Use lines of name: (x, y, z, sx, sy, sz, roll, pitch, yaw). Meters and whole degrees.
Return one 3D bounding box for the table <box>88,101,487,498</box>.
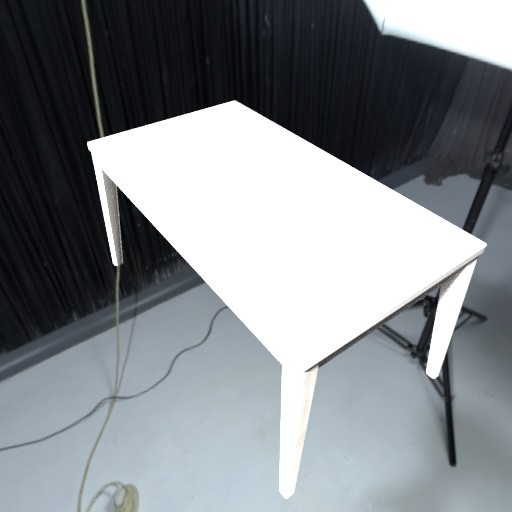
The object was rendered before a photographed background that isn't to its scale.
table: (0.000, 0.000, 2.045, 0.900, 0.760, 1.600, -26, 47, -26)
